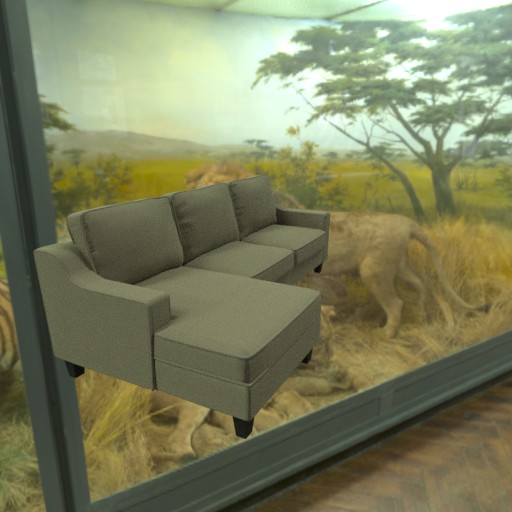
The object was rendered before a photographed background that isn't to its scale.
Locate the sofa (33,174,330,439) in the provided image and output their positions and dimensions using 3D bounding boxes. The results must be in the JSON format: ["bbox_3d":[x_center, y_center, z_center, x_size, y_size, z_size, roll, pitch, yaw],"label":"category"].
[{"bbox_3d":[0.000,0.000,3.177,1.294,0.928,2.561,8,18,27],"label":"sofa"}]
